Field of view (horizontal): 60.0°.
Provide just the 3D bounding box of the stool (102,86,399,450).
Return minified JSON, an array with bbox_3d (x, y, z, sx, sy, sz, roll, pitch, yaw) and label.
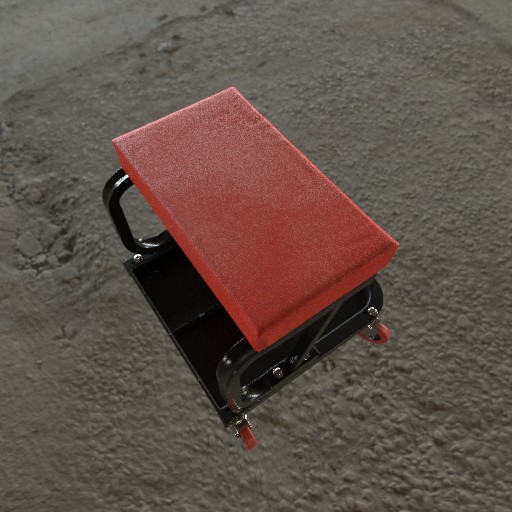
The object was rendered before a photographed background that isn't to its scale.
[{"bbox_3d":[0.000,0.000,0.749,0.371,0.380,0.446,-31,63,-18],"label":"stool"}]
